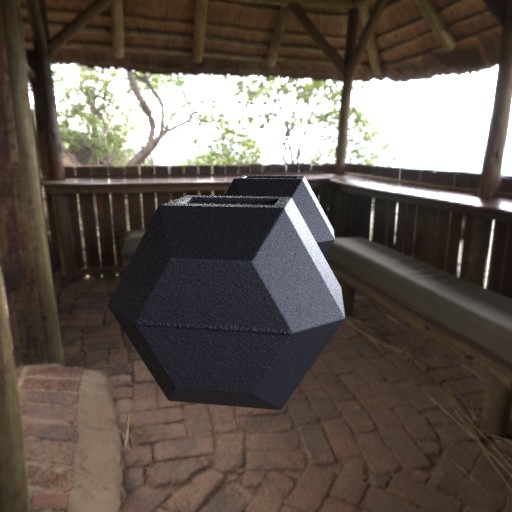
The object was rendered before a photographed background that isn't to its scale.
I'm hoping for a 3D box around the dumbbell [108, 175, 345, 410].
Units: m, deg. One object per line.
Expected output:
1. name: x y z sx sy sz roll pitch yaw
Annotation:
1. dumbbell: 0.000 0.000 0.435 0.157 0.137 0.361 2 14 8
